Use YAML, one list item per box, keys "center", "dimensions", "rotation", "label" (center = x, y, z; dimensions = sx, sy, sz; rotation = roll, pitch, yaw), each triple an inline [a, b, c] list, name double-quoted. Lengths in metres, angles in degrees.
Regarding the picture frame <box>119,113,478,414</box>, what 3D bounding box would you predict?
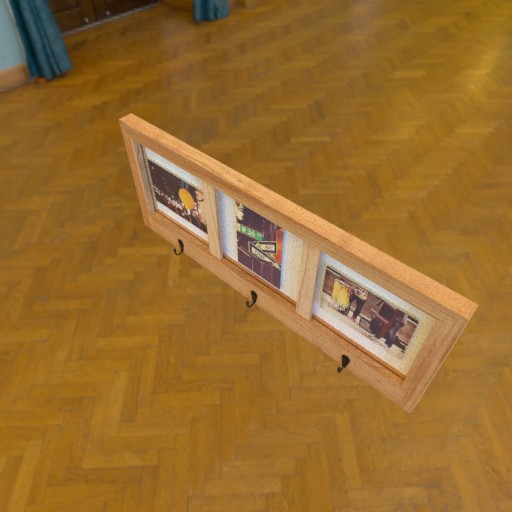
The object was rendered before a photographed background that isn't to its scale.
- center: [0.000, 0.000, 0.669]
  dimensions: [0.582, 0.234, 0.045]
  rotation: [33, 56, 27]
  label: "picture frame"
